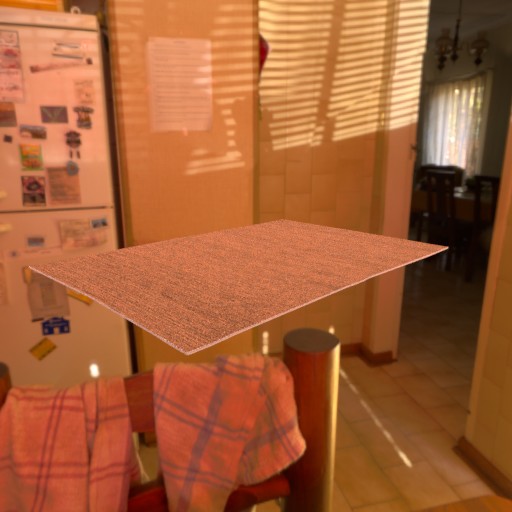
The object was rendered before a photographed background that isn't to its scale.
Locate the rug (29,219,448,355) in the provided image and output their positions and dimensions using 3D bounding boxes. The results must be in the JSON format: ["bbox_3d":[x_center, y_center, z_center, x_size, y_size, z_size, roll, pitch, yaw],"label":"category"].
[{"bbox_3d":[0.000,0.000,2.962,2.338,0.030,1.616,-14,20,-43],"label":"rug"}]
